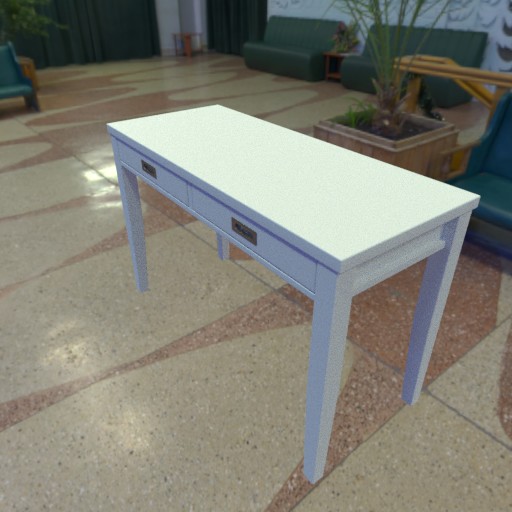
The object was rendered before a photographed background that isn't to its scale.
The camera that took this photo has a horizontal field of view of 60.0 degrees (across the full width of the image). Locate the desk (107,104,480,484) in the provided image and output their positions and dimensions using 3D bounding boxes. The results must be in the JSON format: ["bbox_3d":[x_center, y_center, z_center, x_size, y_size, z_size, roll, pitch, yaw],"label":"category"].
[{"bbox_3d":[0.000,0.000,1.609,0.508,0.775,1.220,-22,38,-31],"label":"desk"}]
